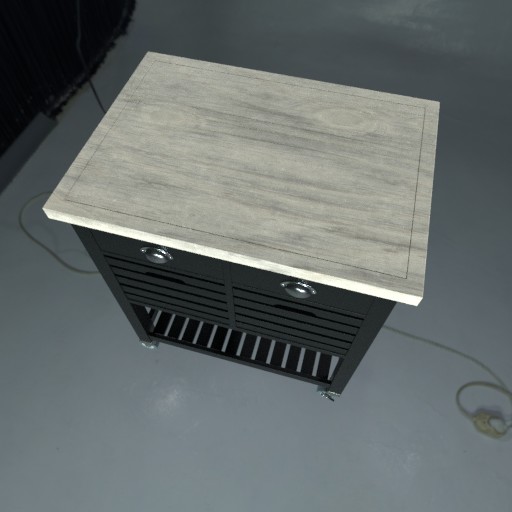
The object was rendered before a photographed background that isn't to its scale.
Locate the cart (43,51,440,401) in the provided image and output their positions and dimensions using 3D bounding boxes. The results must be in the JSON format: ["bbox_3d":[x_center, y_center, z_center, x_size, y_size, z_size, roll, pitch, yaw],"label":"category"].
[{"bbox_3d":[0.000,0.000,1.410,0.797,0.920,0.567,13,59,8],"label":"cart"}]
